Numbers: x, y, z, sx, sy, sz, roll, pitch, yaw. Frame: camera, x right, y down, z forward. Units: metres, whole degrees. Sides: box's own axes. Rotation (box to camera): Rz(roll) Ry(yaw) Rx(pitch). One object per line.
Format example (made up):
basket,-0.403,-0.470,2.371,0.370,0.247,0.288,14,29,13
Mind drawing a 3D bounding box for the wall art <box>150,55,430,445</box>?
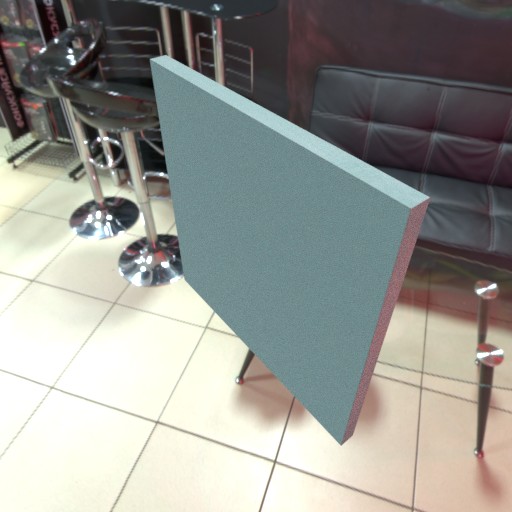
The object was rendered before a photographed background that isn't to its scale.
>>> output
wall art,0.000,0.000,0.882,0.036,0.603,0.603,-29,50,-27
